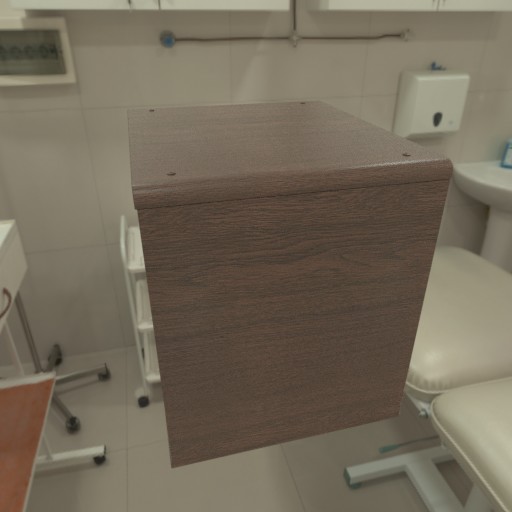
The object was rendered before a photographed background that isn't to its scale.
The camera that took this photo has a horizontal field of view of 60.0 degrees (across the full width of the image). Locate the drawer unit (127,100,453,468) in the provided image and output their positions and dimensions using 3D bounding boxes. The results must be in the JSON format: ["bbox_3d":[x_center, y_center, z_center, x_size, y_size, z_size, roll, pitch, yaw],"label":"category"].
[{"bbox_3d":[0.000,0.000,0.603,0.290,0.344,0.344,-7,30,-13],"label":"drawer unit"}]
